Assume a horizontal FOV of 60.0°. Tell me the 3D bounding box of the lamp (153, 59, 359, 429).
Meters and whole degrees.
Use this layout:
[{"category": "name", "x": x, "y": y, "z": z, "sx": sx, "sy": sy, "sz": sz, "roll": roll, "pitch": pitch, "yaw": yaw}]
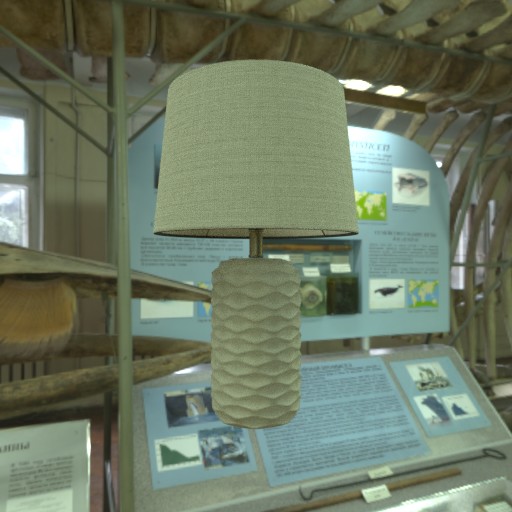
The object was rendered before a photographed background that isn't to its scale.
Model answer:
[{"category": "lamp", "x": 0.000, "y": 0.000, "z": 0.831, "sx": 0.376, "sy": 0.594, "sz": 0.376, "roll": 0, "pitch": 0, "yaw": 0}]
